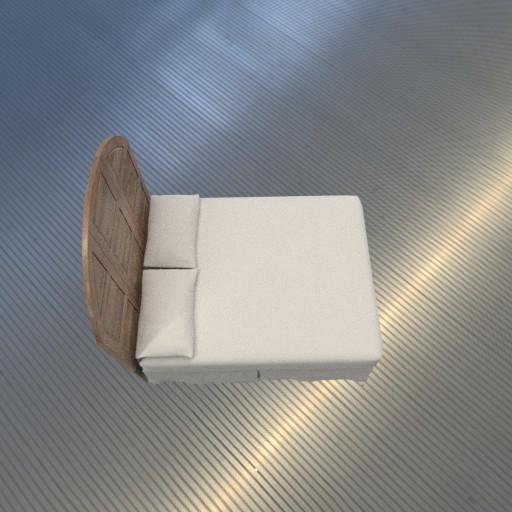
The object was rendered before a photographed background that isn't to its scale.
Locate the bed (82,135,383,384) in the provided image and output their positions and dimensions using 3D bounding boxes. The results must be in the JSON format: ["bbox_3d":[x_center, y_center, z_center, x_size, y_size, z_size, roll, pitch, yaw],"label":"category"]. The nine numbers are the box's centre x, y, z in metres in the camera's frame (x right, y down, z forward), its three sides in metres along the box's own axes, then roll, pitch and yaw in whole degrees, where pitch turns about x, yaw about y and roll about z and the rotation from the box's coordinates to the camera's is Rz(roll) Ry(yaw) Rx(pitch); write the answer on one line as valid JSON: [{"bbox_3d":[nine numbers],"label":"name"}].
[{"bbox_3d":[0.000,0.000,3.597,2.112,2.002,1.713,-1,64,-1],"label":"bed"}]
